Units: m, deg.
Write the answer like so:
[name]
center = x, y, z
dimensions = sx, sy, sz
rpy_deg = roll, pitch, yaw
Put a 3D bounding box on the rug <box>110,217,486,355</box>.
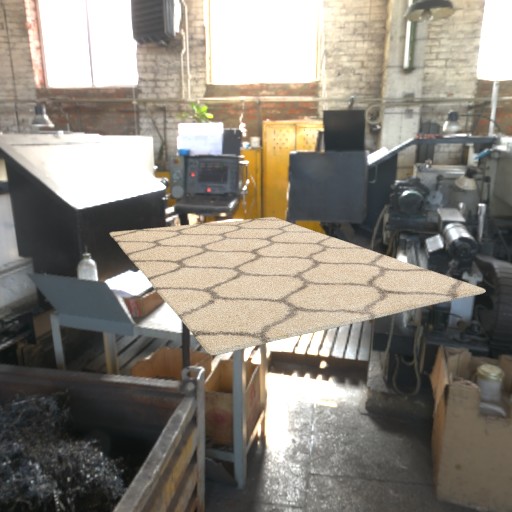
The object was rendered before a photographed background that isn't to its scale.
[rug]
center = 0.000, 0.000, 3.474
dimensions = 1.801, 0.026, 2.701
rpy_deg = -8, 17, -26
